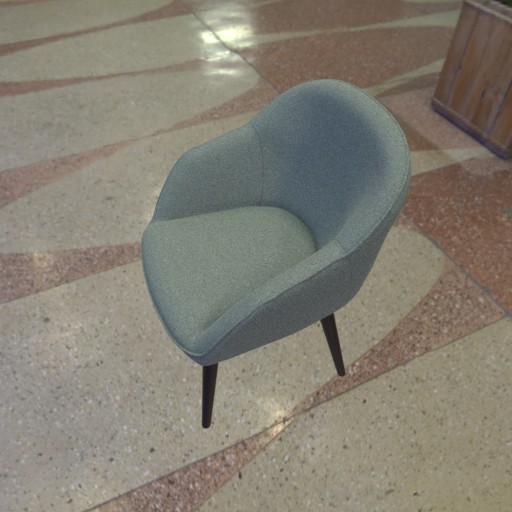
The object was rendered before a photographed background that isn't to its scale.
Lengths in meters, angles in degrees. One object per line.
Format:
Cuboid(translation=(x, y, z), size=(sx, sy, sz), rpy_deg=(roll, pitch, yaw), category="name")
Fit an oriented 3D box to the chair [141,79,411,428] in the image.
Cuboid(translation=(0.000, 0.000, 1.236), size=(0.611, 0.810, 0.589), rpy_deg=(-16, 49, -15), category="chair")
